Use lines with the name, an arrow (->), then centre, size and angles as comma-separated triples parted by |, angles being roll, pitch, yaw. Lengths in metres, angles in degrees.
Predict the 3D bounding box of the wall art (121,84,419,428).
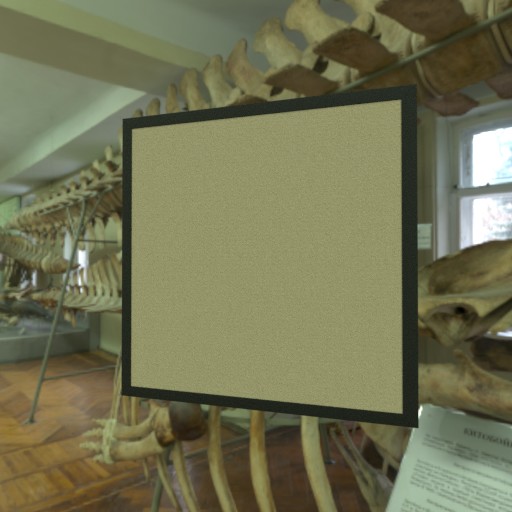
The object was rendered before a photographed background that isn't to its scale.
wall art -> 0.000, 0.000, 0.447 | 0.306, 0.304, 0.015 | 0, -1, 18
